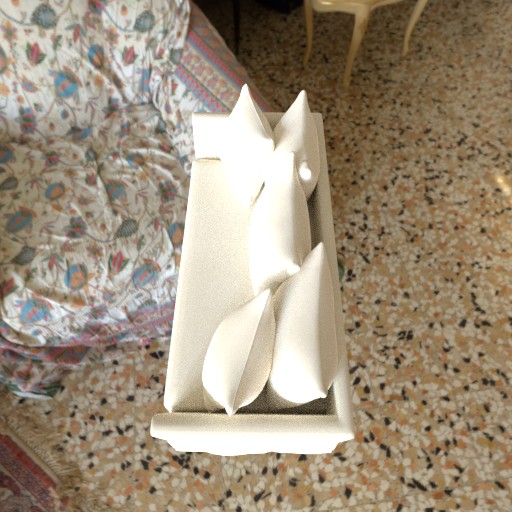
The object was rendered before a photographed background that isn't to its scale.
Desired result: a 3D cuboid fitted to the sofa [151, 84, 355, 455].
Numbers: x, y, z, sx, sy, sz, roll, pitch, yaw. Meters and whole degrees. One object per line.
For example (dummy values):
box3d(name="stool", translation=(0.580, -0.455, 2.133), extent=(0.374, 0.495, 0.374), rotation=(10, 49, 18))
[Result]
box3d(name="sofa", translation=(0.000, 0.000, 2.874), extent=(1.031, 1.034, 2.290), rotation=(1, 57, 0))
